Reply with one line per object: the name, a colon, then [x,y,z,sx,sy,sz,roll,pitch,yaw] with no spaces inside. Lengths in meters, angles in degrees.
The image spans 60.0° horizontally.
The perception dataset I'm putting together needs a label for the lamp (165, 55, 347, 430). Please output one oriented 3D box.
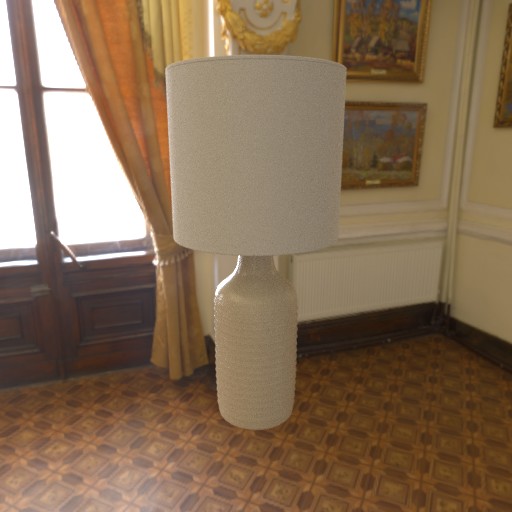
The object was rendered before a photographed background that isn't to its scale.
lamp: [0.000,0.000,0.611,0.220,0.475,0.220,-2,15,-8]
